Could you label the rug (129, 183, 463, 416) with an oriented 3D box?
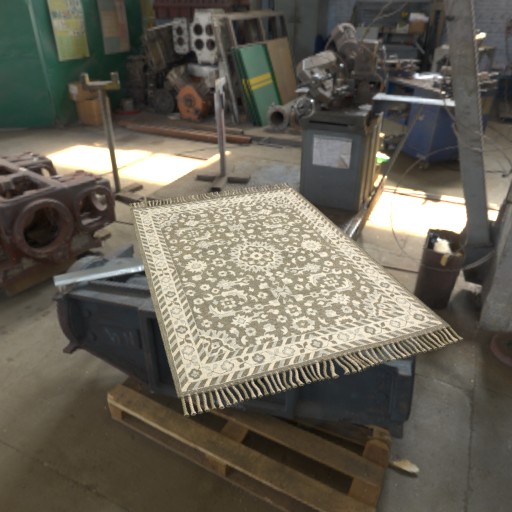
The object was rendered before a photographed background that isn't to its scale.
[{"bbox_3d":[0.000,0.000,3.126,1.530,0.025,2.431,-10,32,-17],"label":"rug"}]
